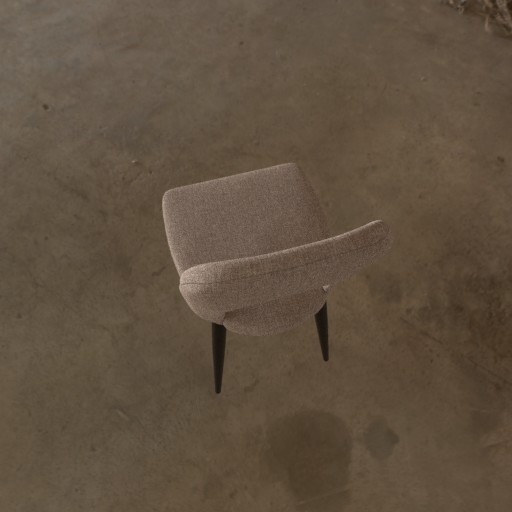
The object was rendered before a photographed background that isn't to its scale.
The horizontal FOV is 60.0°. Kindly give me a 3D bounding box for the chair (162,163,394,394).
[{"bbox_3d":[0.000,0.000,1.282,0.470,0.931,0.612,-14,60,-8],"label":"chair"}]
